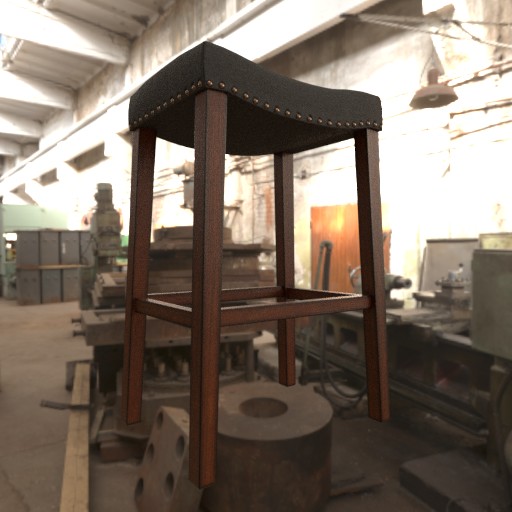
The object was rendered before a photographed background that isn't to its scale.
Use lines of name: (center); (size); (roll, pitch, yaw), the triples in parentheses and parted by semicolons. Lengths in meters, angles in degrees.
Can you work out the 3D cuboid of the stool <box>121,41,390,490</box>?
stool: (0.000, 0.000, 1.015); (0.502, 0.760, 0.366); (-1, 1, -37)
